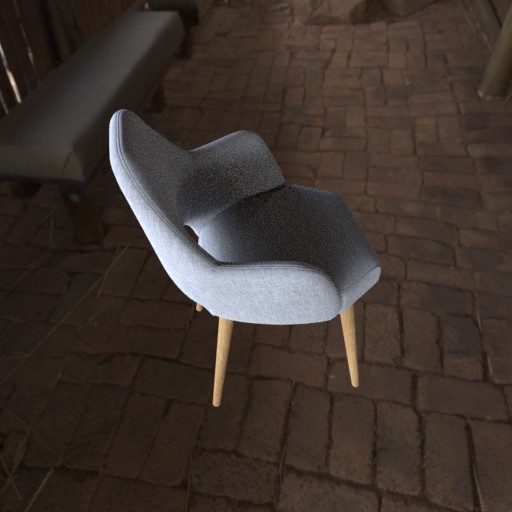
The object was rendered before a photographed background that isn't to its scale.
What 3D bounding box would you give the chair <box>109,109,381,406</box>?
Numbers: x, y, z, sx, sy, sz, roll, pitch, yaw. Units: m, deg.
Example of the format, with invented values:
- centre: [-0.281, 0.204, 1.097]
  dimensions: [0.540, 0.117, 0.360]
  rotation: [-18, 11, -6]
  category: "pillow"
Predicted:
- centre: [0.000, 0.000, 1.229]
  dimensions: [0.610, 0.840, 0.590]
  rotation: [-9, 46, -9]
  category: "chair"
